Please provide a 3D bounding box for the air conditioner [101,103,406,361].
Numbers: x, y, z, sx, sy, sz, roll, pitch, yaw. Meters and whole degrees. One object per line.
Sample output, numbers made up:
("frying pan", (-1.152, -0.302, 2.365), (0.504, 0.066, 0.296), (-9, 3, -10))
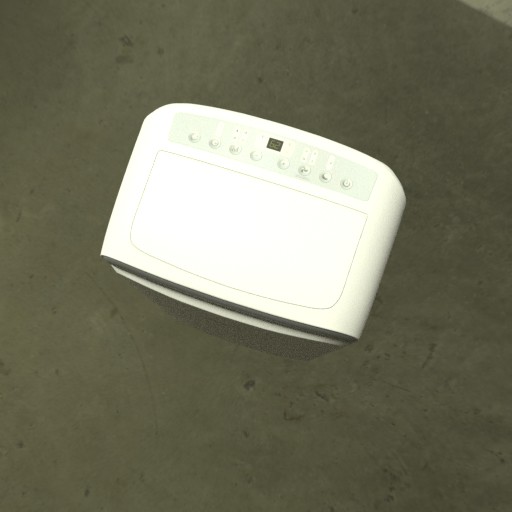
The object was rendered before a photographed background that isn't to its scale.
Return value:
("air conditioner", (0.000, 0.000, 0.951), (0.454, 0.700, 0.365), (18, 77, 4))
